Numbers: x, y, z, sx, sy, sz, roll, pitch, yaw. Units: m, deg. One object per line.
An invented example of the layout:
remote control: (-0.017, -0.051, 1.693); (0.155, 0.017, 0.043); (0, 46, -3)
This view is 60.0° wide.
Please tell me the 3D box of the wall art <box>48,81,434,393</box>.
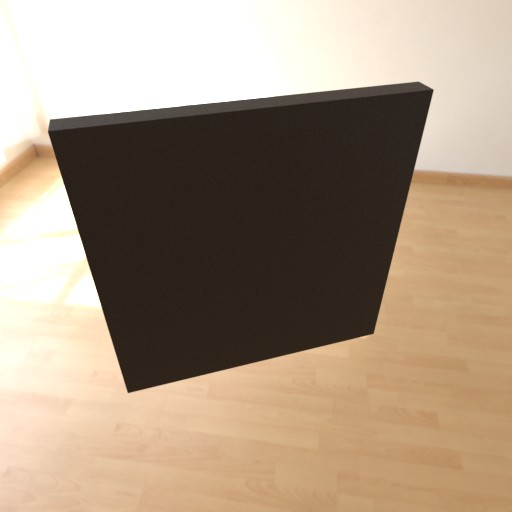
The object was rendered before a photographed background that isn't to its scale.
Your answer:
wall art: (0.000, 0.000, 0.734); (0.507, 0.507, 0.038); (-11, 40, -13)
